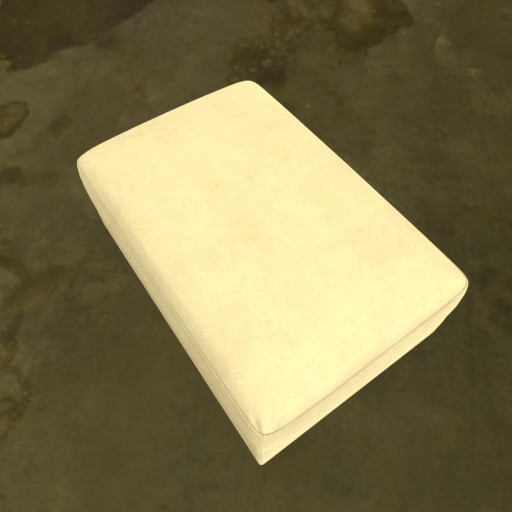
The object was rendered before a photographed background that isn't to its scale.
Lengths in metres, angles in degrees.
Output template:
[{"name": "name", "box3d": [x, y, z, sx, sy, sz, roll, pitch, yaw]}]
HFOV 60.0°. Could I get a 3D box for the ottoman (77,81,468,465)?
[{"name": "ottoman", "box3d": [0.000, 0.000, 1.194, 0.584, 0.483, 0.864, -31, 63, -18]}]
